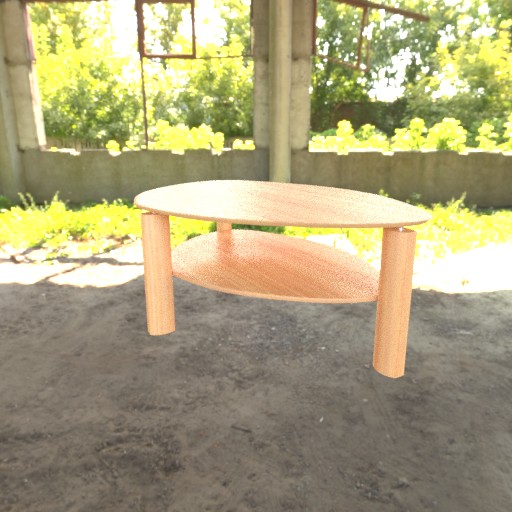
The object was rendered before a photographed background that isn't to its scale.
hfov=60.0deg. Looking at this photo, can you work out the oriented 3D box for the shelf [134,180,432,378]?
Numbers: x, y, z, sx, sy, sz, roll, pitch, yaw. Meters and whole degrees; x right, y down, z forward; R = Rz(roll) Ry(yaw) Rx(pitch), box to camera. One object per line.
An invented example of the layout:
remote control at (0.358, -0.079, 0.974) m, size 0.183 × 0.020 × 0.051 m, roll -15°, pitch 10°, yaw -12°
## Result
shelf at (0.000, 0.000, 1.625) m, size 0.845 × 0.440 × 1.246 m, roll -8°, pitch 17°, yaw -27°
